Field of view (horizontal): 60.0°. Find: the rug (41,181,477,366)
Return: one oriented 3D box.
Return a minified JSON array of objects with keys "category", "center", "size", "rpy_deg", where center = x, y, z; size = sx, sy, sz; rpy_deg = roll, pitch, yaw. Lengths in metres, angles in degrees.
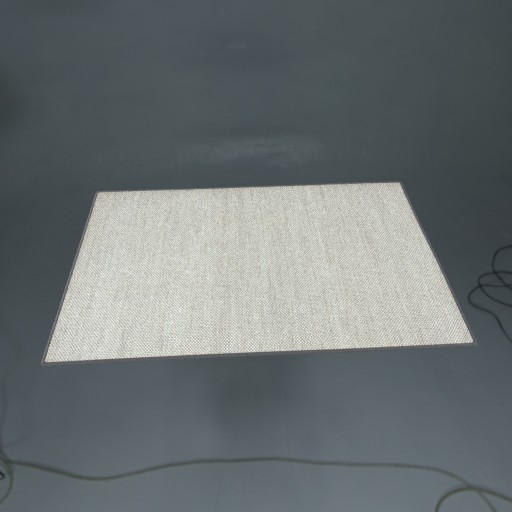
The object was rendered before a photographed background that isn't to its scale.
[{"category":"rug","center":[0.000,0.000,2.063],"size":[1.676,0.013,1.067],"rpy_deg":[-2,46,-2]}]
